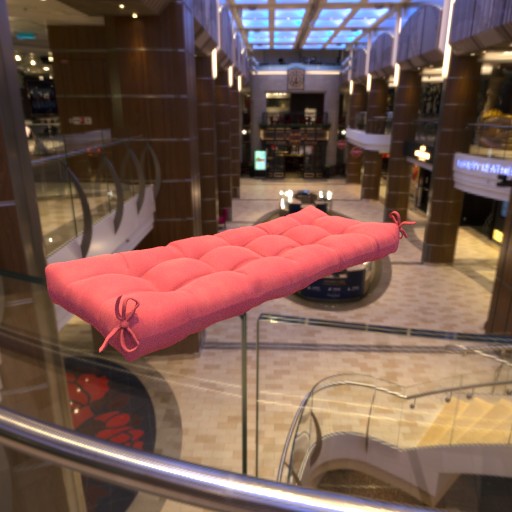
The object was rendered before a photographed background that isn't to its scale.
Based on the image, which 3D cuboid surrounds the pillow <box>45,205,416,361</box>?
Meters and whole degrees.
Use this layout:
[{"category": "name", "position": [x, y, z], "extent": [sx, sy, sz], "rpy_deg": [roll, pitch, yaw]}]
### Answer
[{"category": "pillow", "position": [0.000, 0.000, 1.388], "extent": [1.194, 0.174, 0.511], "rpy_deg": [-17, 25, -41]}]
